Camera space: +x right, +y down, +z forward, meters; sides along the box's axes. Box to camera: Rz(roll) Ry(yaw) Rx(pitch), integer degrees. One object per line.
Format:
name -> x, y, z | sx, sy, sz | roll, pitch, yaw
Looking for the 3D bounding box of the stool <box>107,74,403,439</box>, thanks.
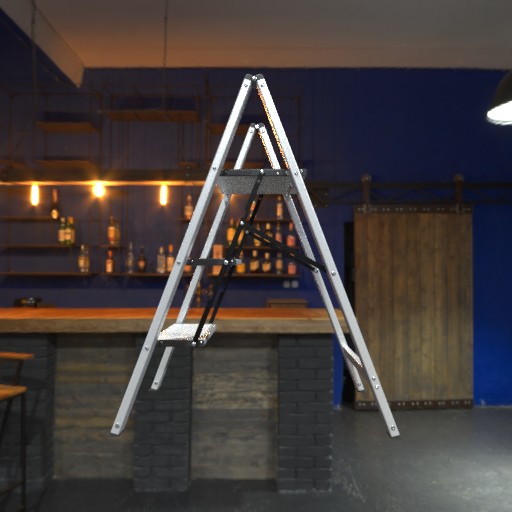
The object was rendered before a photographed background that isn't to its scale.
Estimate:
stool -> 0.000, 0.000, 1.316 | 0.730, 0.902, 0.441 | 0, -1, 1
